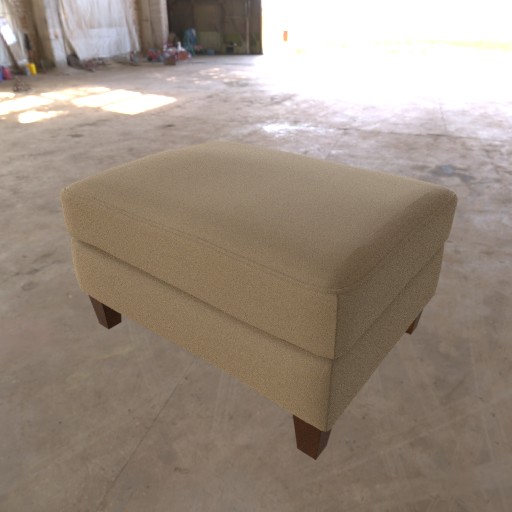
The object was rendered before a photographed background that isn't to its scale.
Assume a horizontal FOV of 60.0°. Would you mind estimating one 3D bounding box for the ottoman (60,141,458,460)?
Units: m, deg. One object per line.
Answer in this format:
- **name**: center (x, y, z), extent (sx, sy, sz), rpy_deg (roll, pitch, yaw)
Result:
- **ottoman**: center (0.000, 0.000, 1.189), extent (0.818, 0.485, 0.634), rpy_deg (20, 35, 33)
